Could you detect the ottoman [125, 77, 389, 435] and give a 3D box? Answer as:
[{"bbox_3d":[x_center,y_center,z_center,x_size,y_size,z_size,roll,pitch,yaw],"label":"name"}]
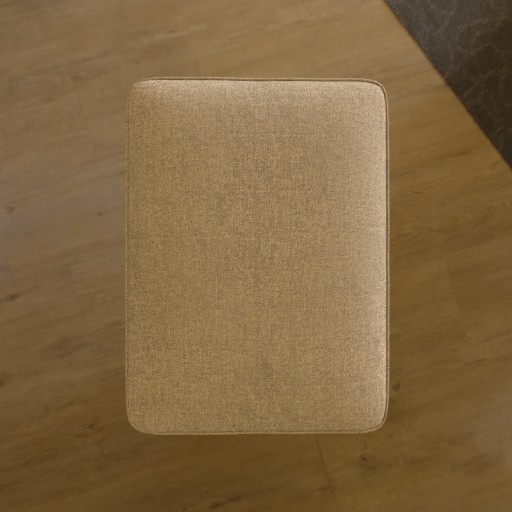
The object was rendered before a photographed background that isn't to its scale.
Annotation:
[{"bbox_3d":[0.000,0.000,1.308,0.661,0.561,0.889,0,90,-1],"label":"ottoman"}]
